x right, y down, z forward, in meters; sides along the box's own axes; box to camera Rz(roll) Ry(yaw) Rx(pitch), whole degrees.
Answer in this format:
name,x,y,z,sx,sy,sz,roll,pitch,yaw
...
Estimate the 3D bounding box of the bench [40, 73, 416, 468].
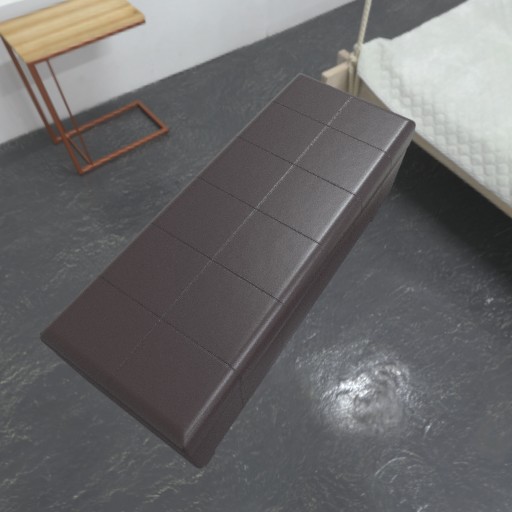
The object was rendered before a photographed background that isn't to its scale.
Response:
name,x,y,z,sx,sy,sz,roll,pitch,yaw
bench,0.000,0.000,1.316,0.429,0.457,1.092,30,63,17
